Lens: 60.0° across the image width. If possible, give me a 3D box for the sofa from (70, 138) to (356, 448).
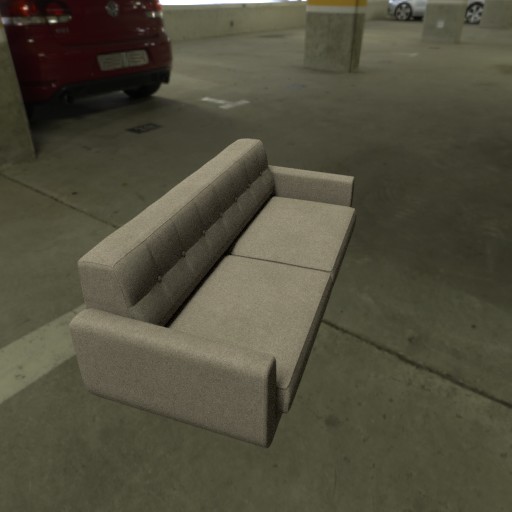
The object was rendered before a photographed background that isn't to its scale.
[{"bbox_3d":[0.000,0.000,2.551,0.909,0.841,2.029,10,33,17],"label":"sofa"}]
